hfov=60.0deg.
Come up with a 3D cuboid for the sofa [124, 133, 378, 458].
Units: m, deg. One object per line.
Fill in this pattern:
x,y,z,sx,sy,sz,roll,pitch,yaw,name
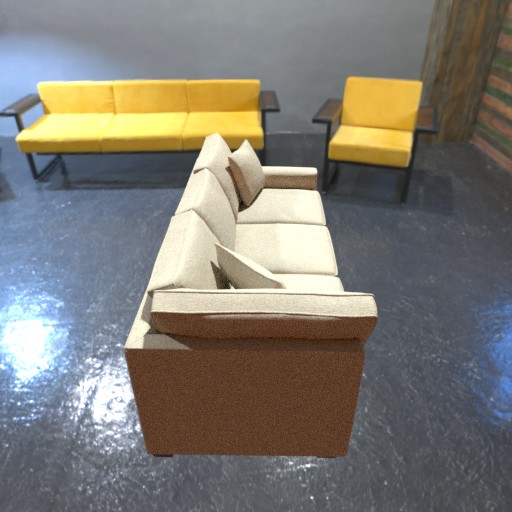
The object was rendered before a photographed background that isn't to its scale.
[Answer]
0.000,0.000,2.895,1.053,0.948,2.323,1,33,1,sofa
